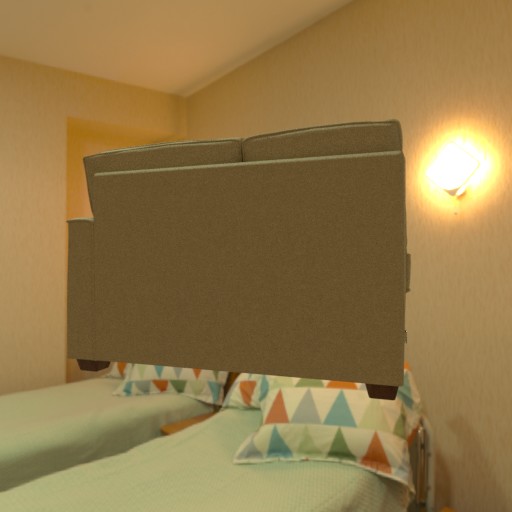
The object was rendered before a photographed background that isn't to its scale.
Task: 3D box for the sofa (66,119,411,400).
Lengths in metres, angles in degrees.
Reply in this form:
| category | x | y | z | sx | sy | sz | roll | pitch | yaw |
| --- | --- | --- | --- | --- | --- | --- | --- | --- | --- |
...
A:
| category | x | y | z | sx | sy | sz | roll | pitch | yaw |
| --- | --- | --- | --- | --- | --- | --- | --- | --- | --- |
| sofa | 0.000 | 0.000 | 2.111 | 1.388 | 0.989 | 0.991 | 0 | 0 | 19 |
